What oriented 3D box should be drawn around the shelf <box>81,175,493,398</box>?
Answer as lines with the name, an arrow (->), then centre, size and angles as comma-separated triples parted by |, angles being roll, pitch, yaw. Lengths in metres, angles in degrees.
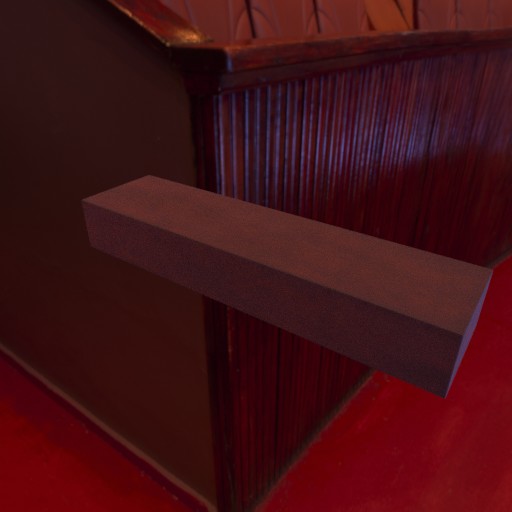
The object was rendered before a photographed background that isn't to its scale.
shelf -> 0.000, 0.000, 0.664 | 0.607, 0.088, 0.152 | 19, 35, 30
